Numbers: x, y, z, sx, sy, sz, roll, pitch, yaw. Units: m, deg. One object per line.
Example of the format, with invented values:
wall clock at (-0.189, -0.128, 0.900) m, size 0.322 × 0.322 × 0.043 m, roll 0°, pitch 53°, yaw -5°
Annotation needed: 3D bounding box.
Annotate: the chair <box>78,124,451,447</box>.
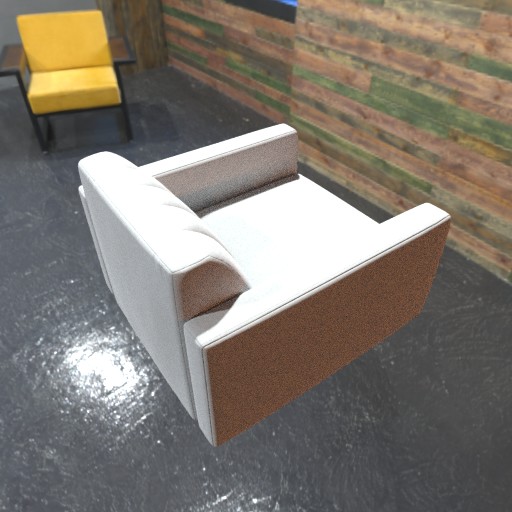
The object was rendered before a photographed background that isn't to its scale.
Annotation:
chair at (0.000, 0.000, 1.680) m, size 0.998 × 0.819 × 0.953 m, roll -25°, pitch 46°, yaw -26°
